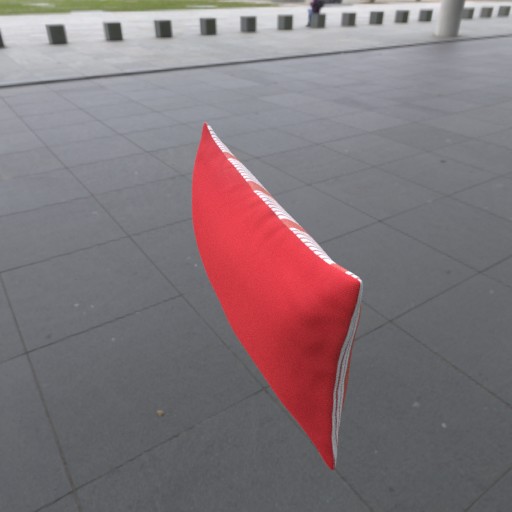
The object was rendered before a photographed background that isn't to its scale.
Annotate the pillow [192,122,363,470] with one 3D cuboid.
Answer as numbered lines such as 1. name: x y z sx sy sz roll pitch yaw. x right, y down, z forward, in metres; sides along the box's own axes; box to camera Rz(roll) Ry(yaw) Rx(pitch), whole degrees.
1. pillow: 0.000 0.000 0.734 0.151 0.297 0.608 -10 33 -16
